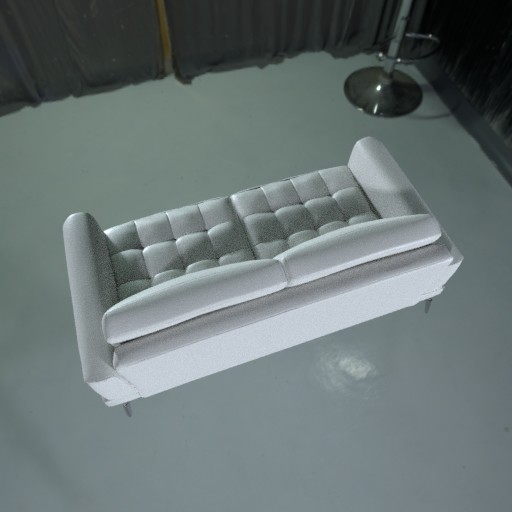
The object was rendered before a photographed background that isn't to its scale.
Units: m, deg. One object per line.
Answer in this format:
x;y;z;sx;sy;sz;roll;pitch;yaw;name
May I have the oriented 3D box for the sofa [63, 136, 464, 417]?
0.000;0.000;2.705;2.177;0.930;1.121;-17;59;-10;sofa
